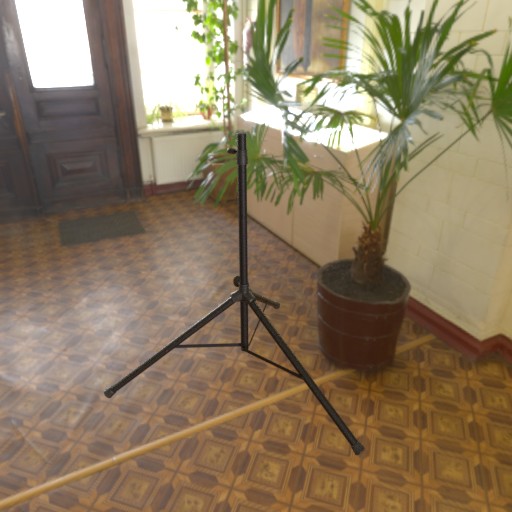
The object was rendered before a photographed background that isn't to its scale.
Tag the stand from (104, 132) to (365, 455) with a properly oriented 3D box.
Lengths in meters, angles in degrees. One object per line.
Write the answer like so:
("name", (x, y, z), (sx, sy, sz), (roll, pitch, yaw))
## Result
("stand", (0.000, 0.000, 2.775), (1.596, 1.595, 1.339), (8, 28, 15))
